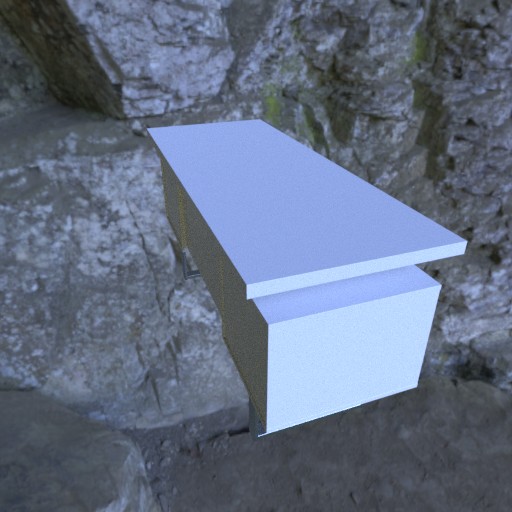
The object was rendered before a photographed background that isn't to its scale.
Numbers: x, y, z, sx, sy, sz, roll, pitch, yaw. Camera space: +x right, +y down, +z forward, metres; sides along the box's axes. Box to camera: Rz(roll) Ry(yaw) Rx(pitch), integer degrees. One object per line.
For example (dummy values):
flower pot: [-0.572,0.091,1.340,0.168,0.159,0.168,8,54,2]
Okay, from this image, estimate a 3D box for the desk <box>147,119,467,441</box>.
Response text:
desk: [0.000,0.000,1.866,0.603,0.773,1.530,-10,31,-18]
